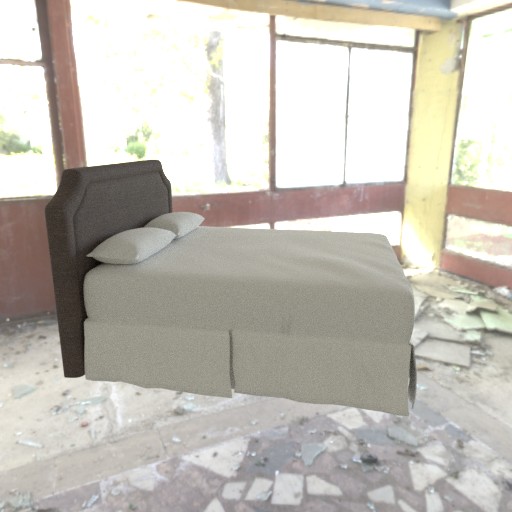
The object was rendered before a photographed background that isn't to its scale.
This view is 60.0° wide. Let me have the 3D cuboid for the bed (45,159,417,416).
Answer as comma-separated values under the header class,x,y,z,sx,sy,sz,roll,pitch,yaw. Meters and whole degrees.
class,x,y,z,sx,sy,sz,roll,pitch,yaw
bed,0.000,0.000,3.185,2.116,1.290,1.693,3,15,10
